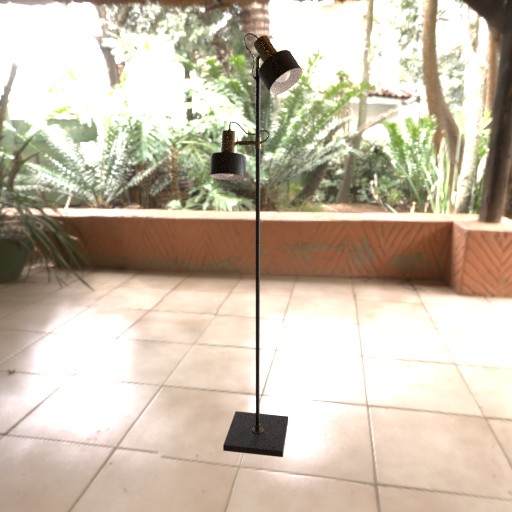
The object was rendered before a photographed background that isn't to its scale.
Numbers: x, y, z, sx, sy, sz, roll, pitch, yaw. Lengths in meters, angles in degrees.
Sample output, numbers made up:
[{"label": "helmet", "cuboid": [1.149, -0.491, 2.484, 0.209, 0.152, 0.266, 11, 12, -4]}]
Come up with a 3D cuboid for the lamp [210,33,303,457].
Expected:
[{"label": "lamp", "cuboid": [0.000, 0.000, 1.632, 0.315, 1.505, 0.233, 2, 14, 9]}]
